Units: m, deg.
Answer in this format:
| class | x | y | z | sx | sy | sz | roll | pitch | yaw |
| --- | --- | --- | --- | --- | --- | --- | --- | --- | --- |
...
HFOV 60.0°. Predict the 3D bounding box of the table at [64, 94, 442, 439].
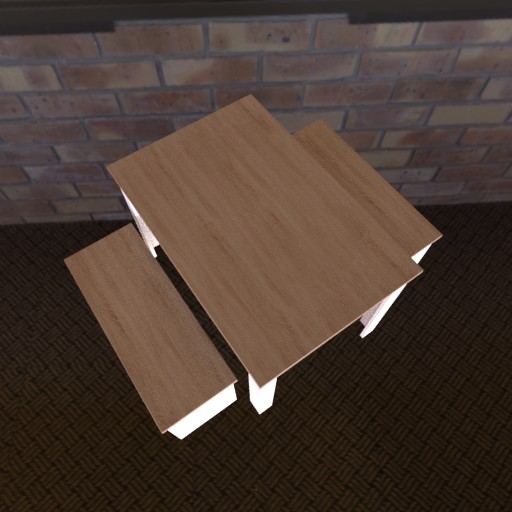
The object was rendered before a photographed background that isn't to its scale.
| class | x | y | z | sx | sy | sz | roll | pitch | yaw |
| --- | --- | --- | --- | --- | --- | --- | --- | --- | --- |
| table | 0.000 | 0.000 | 2.035 | 1.443 | 0.700 | 1.100 | -32 | 67 | -16 |
